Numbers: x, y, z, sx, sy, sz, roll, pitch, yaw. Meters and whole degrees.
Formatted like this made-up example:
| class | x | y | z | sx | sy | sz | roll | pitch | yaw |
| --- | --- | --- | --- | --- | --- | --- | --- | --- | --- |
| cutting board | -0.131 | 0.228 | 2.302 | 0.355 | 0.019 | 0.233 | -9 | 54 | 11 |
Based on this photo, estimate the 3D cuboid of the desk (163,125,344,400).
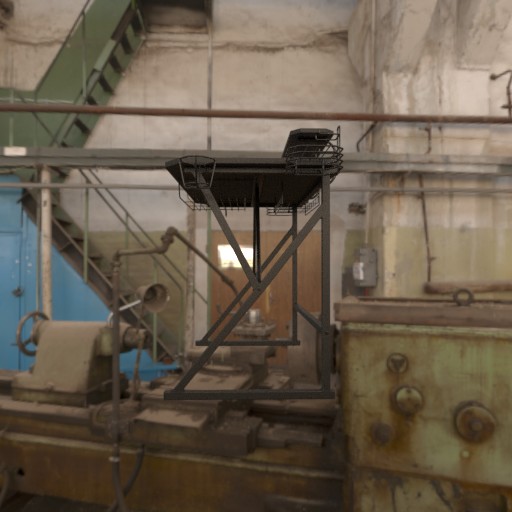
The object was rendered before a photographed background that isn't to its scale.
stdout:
| class | x | y | z | sx | sy | sz | roll | pitch | yaw |
| --- | --- | --- | --- | --- | --- | --- | --- | --- | --- |
| desk | 0.000 | 0.000 | 1.784 | 0.580 | 0.880 | 1.290 | 0 | -1 | -1 |
